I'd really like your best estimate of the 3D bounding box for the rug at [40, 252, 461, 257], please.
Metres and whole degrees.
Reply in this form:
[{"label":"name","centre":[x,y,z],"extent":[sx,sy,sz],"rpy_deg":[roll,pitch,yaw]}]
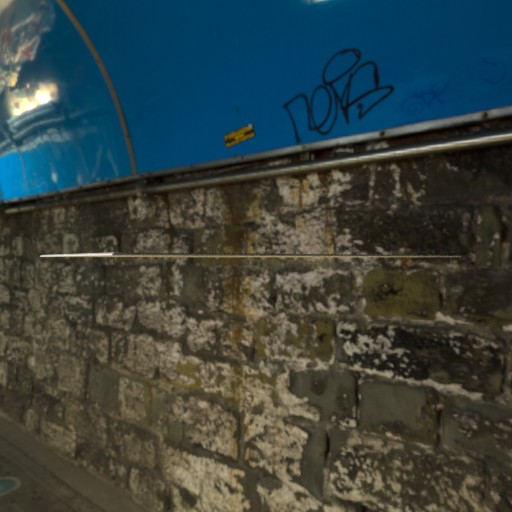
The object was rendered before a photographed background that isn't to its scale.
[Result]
[{"label":"rug","centre":[0.000,0.000,3.023],"extent":[2.431,0.012,1.536],"rpy_deg":[0,0,-35]}]
